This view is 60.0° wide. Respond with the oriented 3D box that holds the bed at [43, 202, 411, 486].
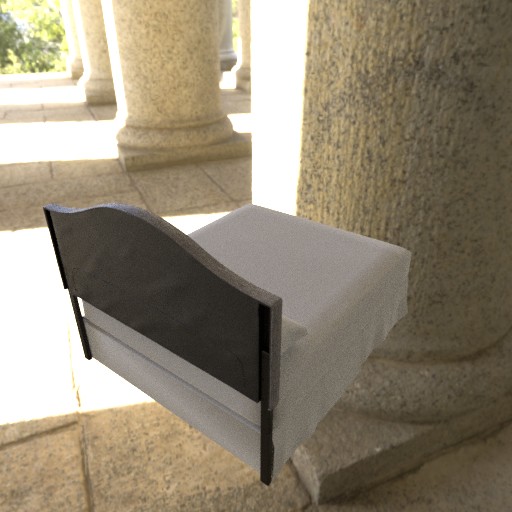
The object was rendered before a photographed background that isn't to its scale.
[{"bbox_3d":[0.000,0.000,2.935,1.610,1.295,1.870,20,35,32],"label":"bed"}]
